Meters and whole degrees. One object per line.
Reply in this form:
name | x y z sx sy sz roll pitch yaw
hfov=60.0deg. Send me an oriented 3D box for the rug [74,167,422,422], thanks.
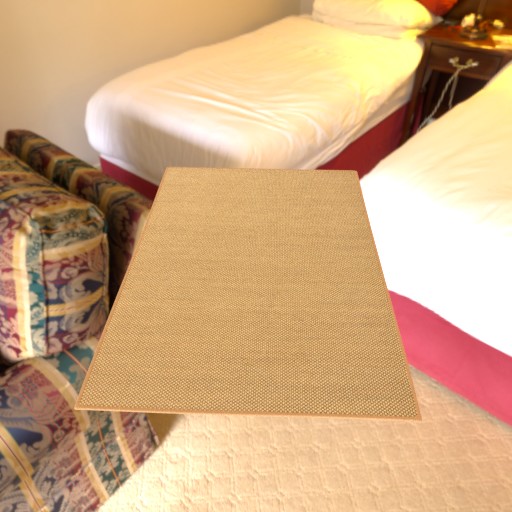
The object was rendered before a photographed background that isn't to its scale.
rug | 0.000 0.000 2.731 1.524 0.013 2.134 1 41 2
